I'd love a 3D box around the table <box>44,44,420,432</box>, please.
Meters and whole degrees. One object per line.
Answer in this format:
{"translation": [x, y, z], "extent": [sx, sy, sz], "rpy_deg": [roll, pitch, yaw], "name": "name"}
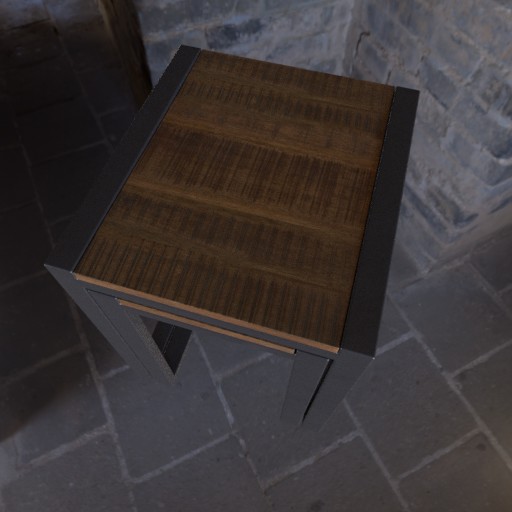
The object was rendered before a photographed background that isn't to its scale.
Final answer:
{"translation": [0.000, 0.000, 0.921], "extent": [0.449, 0.550, 0.500], "rpy_deg": [15, 61, 8], "name": "table"}
